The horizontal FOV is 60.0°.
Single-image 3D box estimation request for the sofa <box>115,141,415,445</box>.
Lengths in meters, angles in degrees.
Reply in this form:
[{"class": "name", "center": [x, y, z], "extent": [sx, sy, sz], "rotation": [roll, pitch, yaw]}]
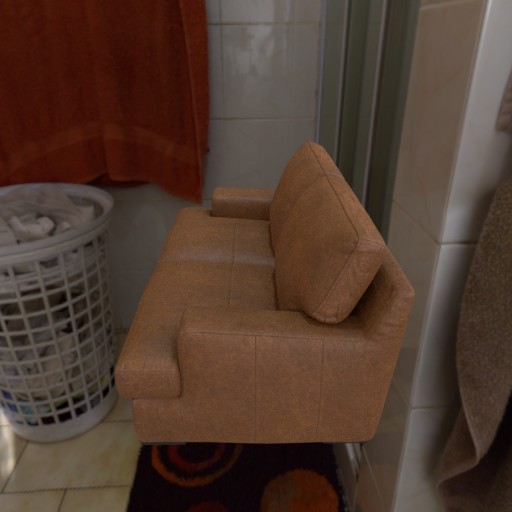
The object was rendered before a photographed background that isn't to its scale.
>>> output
[{"class": "sofa", "center": [0.000, 0.000, 2.503], "extent": [1.144, 0.966, 1.880], "rotation": [0, 26, 0]}]
